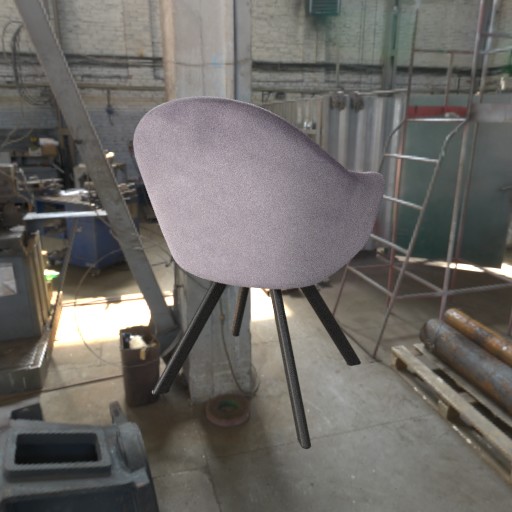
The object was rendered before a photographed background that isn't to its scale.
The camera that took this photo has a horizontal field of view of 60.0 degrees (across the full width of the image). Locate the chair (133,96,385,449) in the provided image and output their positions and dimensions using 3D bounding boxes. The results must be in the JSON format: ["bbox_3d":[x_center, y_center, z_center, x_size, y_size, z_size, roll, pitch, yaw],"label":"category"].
[{"bbox_3d":[0.000,0.000,1.182,0.570,0.780,0.540,9,19,27],"label":"chair"}]
